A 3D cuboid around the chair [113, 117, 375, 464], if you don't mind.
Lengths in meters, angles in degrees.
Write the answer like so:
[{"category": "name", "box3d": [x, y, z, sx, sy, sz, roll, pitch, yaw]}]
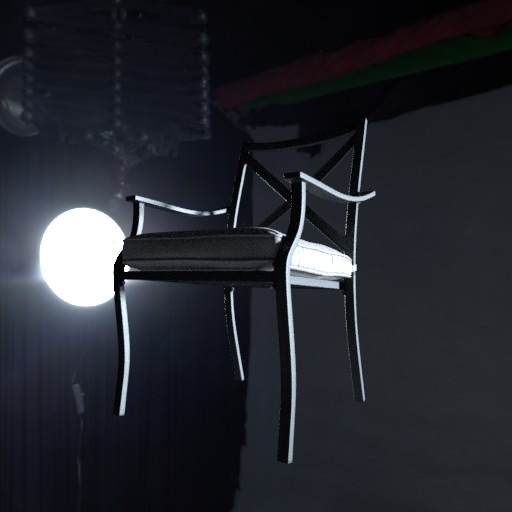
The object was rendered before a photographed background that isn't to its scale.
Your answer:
[{"category": "chair", "box3d": [0.000, 0.000, 1.320, 0.575, 0.889, 0.620, -1, -2, 35]}]
